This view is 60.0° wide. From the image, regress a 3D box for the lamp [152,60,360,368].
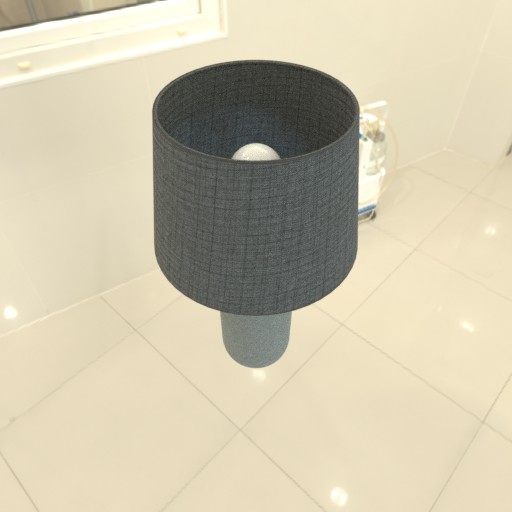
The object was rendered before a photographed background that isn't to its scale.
[{"bbox_3d":[0.000,0.000,0.583,0.251,0.429,0.251,0,46,0],"label":"lamp"}]
